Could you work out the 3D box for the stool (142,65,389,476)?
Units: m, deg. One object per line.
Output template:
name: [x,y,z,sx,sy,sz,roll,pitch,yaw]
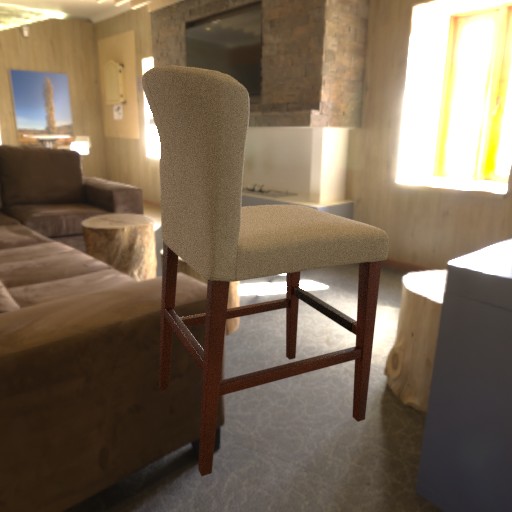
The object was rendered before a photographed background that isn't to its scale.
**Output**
stool: [0.000,0.000,1.268,0.568,0.968,0.479,-8,18,-25]
